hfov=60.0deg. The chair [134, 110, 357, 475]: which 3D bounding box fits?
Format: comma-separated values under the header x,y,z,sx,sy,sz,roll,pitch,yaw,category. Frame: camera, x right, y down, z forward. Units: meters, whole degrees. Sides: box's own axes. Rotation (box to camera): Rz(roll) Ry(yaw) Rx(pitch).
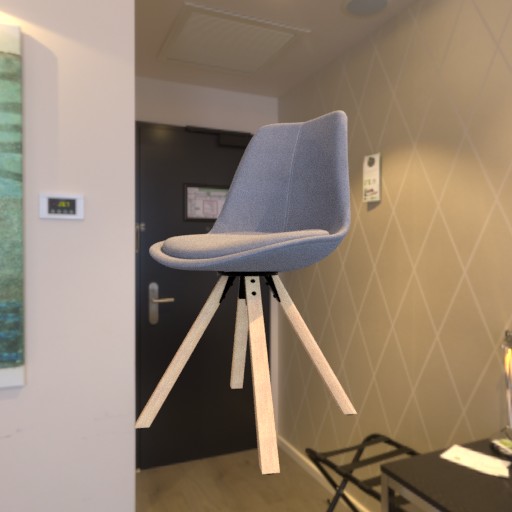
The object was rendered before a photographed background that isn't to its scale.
x,y,z,sx,sy,sz,roll,pitch,yaw,category
0.000,0.000,1.193,0.474,0.863,0.549,0,1,36,chair
